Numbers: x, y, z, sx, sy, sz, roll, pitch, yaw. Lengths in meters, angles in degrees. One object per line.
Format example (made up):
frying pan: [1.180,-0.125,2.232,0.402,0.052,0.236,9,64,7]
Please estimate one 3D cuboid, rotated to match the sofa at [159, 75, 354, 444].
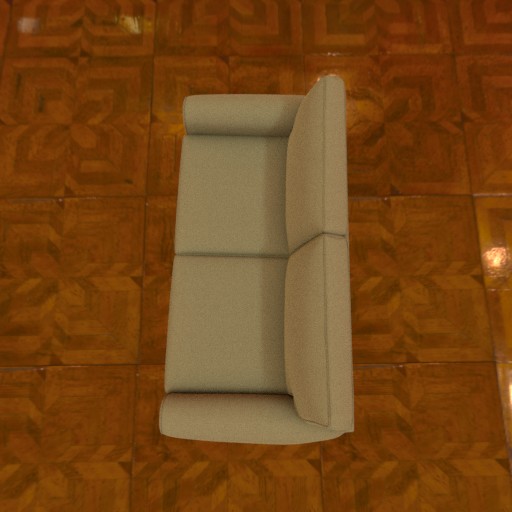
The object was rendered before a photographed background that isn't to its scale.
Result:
sofa: [0.000,0.000,2.475,0.940,0.952,1.930,1,76,0]
